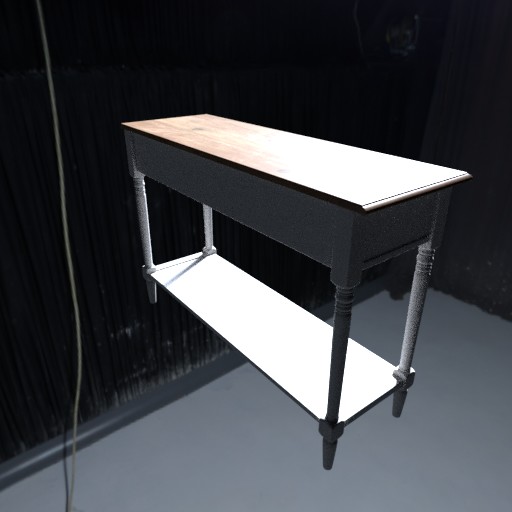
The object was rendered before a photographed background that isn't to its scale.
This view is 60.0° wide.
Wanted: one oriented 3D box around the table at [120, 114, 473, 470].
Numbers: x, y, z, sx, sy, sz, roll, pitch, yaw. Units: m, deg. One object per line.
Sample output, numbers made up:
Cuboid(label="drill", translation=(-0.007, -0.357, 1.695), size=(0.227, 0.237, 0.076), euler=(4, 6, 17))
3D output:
Cuboid(label="table", translation=(0.000, 0.000, 1.576), size=(0.399, 0.800, 1.219), euler=(-19, 32, -33))
